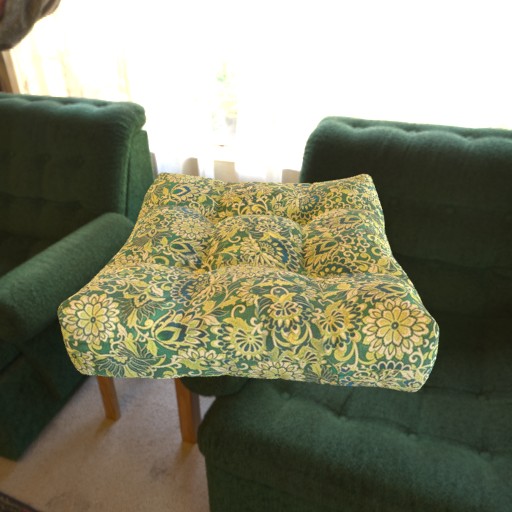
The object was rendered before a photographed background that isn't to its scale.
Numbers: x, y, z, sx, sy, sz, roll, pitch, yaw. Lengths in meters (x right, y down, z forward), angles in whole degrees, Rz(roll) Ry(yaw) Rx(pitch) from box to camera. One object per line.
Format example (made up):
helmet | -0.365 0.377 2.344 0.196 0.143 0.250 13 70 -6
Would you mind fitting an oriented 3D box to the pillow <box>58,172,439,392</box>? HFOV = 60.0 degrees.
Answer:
pillow | 0.000 0.000 0.733 0.468 0.128 0.490 2 31 3
